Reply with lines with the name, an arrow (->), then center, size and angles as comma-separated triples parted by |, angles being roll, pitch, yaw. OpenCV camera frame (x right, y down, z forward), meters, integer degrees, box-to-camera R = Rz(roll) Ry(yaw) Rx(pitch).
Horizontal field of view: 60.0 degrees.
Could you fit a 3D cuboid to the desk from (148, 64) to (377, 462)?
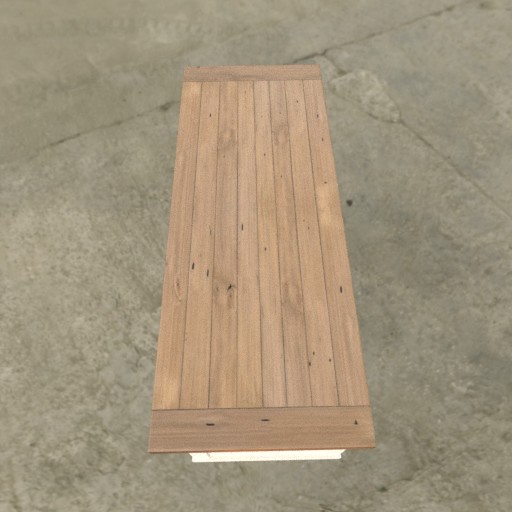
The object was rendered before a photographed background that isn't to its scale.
desk -> 0.000, 0.000, 2.120 | 0.688, 0.760, 1.803 | -1, 59, -1
